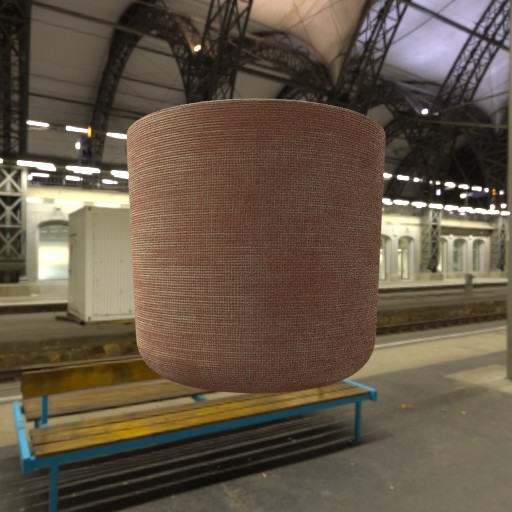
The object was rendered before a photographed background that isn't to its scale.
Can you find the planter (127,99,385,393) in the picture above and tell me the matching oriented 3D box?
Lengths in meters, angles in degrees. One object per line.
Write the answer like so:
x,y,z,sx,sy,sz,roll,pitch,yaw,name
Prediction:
0.000,0.000,0.783,0.440,0.398,0.440,0,0,0,planter
